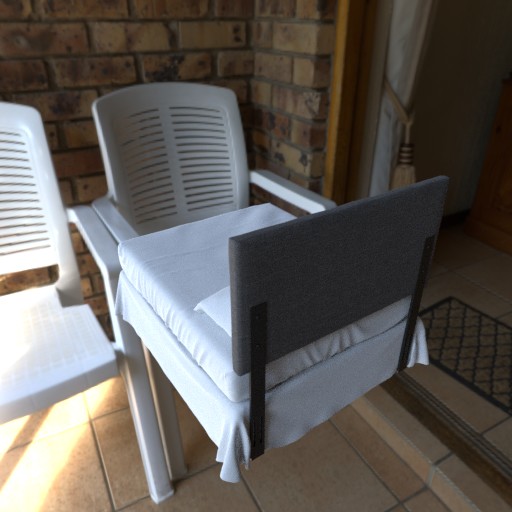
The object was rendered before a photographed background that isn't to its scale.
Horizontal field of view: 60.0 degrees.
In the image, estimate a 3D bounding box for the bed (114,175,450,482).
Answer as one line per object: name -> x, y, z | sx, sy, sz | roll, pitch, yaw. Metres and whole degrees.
bed -> 0.000, 0.000, 3.537 | 1.936, 1.577, 2.222 | -18, 34, -30
